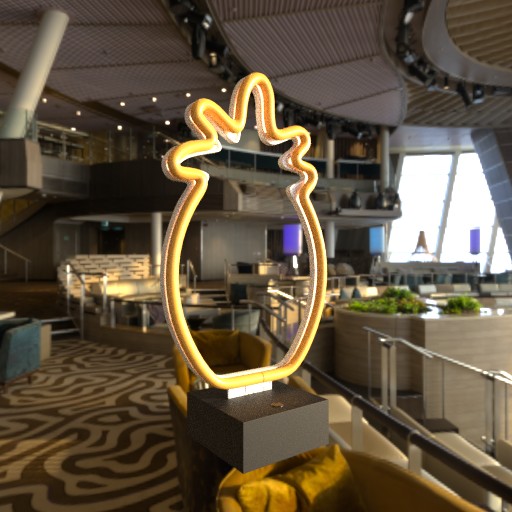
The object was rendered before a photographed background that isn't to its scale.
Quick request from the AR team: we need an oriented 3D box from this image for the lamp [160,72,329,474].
[{"bbox_3d":[0.000,0.000,0.383,0.167,0.317,0.088,0,0,-36],"label":"lamp"}]
